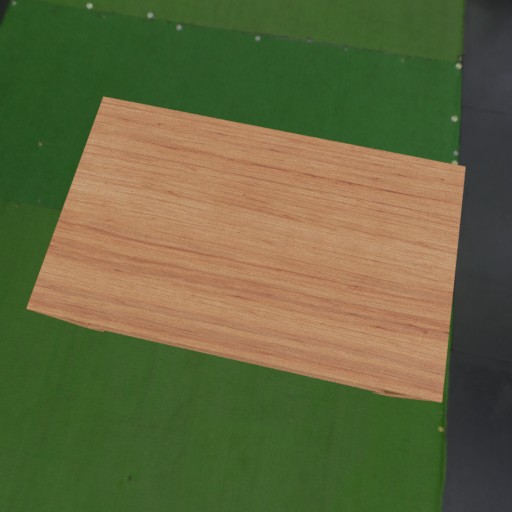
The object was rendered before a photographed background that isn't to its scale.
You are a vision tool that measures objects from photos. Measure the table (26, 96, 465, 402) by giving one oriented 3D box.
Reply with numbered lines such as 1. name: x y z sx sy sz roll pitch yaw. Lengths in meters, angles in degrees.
1. table: 0.000 0.000 1.501 1.146 0.457 0.695 12 74 3
